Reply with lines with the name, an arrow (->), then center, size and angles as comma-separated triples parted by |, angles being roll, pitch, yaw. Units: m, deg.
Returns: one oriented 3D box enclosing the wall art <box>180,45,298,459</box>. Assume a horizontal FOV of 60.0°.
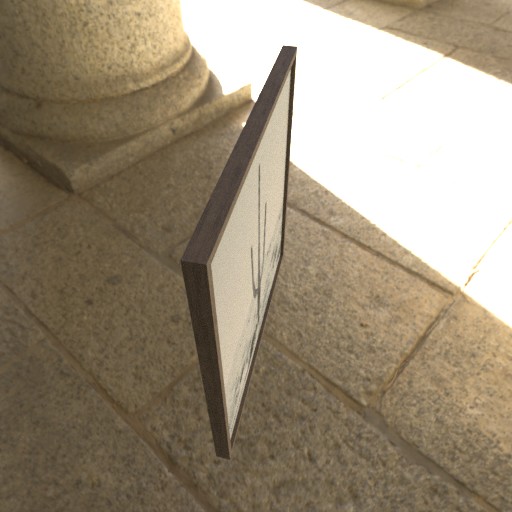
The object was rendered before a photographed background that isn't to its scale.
wall art -> 0.000, 0.000, 1.142 | 0.038, 0.762, 0.762 | 10, 47, 9
